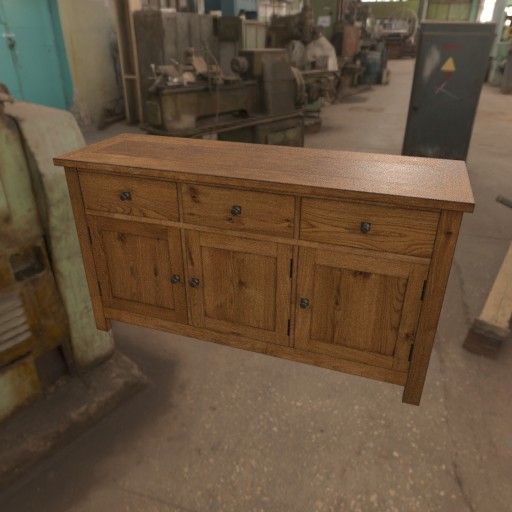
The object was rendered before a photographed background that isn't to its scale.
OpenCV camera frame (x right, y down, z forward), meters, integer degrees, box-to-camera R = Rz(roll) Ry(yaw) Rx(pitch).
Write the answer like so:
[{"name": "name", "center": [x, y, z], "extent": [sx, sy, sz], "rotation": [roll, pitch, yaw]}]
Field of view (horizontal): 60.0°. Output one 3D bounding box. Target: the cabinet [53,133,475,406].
[{"name": "cabinet", "center": [0.000, 0.000, 1.848], "extent": [1.474, 0.813, 0.480], "rotation": [9, 29, 17]}]
